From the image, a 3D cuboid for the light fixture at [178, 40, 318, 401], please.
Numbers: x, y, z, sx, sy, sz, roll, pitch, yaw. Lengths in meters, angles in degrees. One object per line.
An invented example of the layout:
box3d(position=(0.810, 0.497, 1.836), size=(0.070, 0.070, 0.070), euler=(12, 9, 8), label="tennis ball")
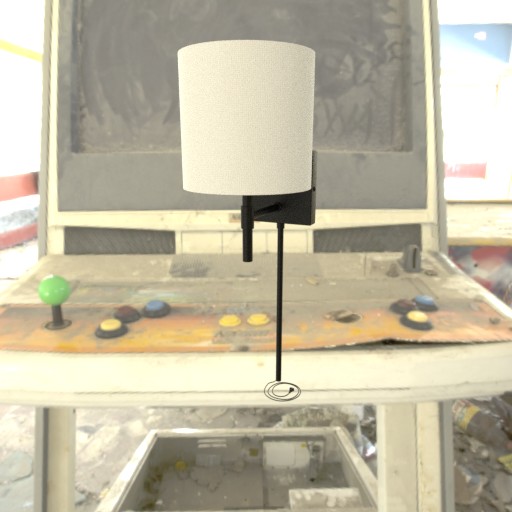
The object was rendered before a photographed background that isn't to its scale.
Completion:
box3d(position=(0.000, 0.000, 0.713), size=(0.188, 0.589, 0.248), euler=(7, 16, 24), label="light fixture")
